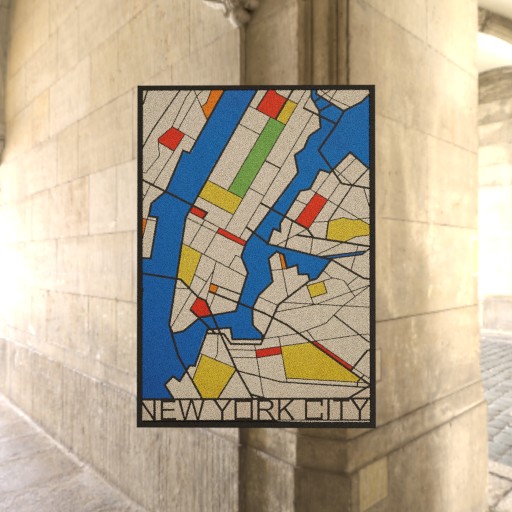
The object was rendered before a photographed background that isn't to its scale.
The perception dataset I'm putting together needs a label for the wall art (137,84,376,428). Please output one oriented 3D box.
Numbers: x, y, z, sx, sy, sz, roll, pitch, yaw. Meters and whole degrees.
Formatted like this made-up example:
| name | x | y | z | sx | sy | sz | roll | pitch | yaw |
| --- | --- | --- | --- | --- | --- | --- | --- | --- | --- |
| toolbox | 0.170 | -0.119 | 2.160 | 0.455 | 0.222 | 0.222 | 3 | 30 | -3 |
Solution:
| name | x | y | z | sx | sy | sz | roll | pitch | yaw |
| --- | --- | --- | --- | --- | --- | --- | --- | --- | --- |
| wall art | 0.000 | 0.000 | 0.855 | 0.457 | 0.657 | 0.013 | 0 | 0 | 1 |
